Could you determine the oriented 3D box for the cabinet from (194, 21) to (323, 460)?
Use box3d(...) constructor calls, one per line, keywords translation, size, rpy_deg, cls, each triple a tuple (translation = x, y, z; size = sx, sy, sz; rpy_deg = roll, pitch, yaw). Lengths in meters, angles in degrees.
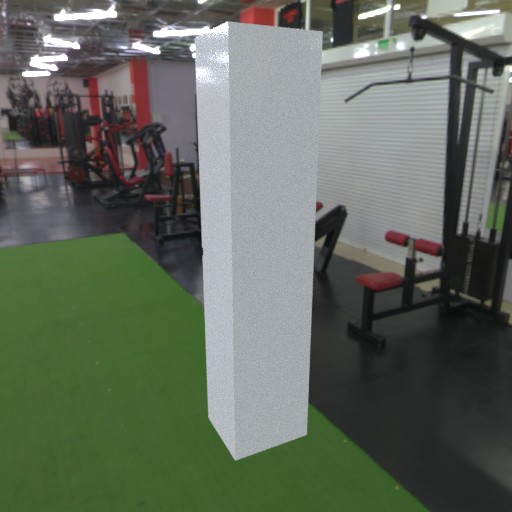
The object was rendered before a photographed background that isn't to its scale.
box3d(translation=(0.000, 0.000, 1.546), size=(0.300, 1.400, 0.270), rpy_deg=(-8, 19, -25), cls="cabinet")
